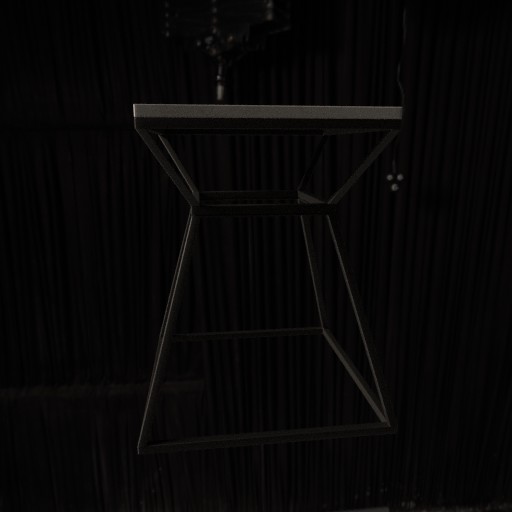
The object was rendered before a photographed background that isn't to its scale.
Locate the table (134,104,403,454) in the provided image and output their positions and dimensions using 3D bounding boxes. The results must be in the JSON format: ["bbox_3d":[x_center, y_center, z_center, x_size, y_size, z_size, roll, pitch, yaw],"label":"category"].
[{"bbox_3d":[0.000,0.000,0.919,0.455,0.559,0.455,-2,14,-7],"label":"table"}]
